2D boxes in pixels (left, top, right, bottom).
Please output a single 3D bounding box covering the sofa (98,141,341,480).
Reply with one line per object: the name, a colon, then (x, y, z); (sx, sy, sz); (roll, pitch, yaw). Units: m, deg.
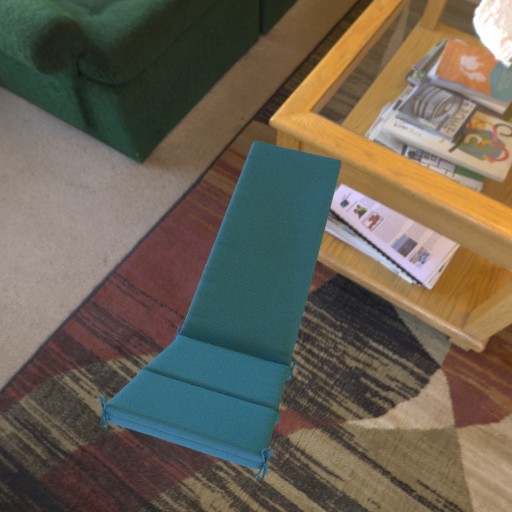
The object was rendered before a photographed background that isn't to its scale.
sofa: (0.000, 0.000, 1.928); (0.582, 0.622, 1.663); (15, 64, 7)
